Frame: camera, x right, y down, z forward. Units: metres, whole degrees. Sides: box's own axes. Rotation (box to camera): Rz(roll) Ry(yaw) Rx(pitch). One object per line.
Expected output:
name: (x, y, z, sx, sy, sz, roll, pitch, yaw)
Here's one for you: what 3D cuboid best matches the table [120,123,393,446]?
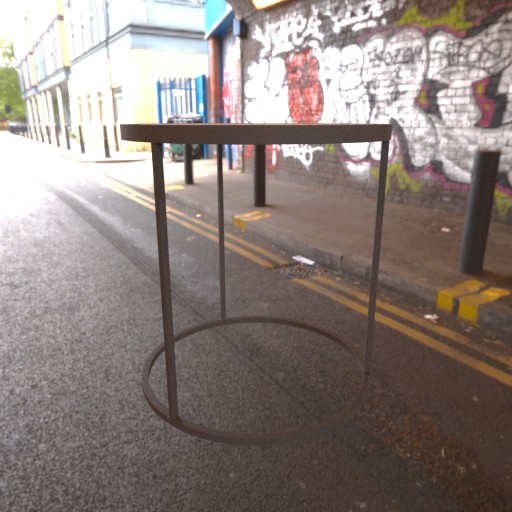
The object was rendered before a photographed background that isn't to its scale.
table: (0.000, 0.000, 0.868, 0.470, 0.498, 0.470, 0, 17, 0)
